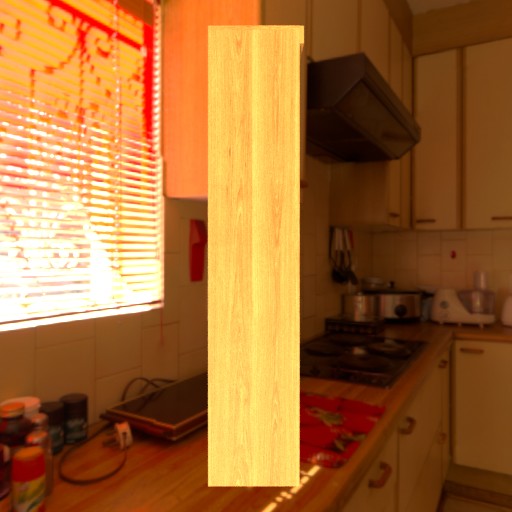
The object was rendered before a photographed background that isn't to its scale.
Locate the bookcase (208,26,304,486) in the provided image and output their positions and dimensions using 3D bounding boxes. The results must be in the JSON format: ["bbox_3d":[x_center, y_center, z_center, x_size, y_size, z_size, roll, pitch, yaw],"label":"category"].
[{"bbox_3d":[0.000,0.000,2.417,0.420,2.020,0.950,0,0,0],"label":"bookcase"}]
